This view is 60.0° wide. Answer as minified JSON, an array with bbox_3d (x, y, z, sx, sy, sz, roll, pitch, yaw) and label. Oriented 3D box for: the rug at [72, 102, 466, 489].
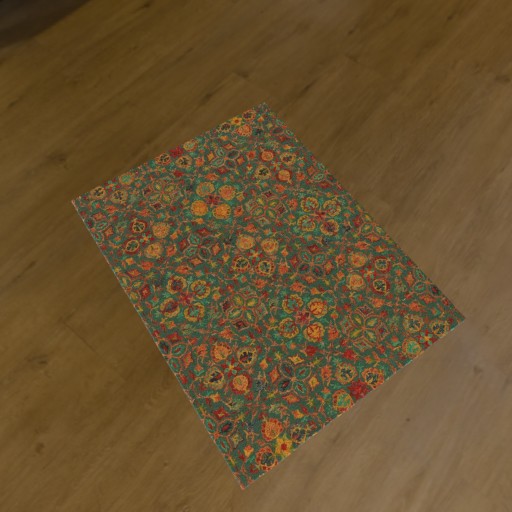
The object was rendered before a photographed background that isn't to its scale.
[{"bbox_3d":[0.000,0.000,4.294,2.434,0.025,3.204,-31,68,-14],"label":"rug"}]
